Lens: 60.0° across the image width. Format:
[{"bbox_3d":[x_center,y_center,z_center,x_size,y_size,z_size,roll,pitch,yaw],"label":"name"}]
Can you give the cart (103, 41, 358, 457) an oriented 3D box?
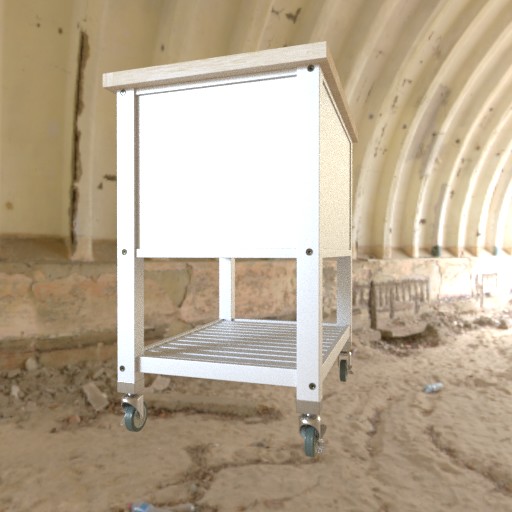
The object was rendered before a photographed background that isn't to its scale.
[{"bbox_3d":[0.000,0.000,1.386,0.559,0.914,0.762,0,0,18],"label":"cart"}]
